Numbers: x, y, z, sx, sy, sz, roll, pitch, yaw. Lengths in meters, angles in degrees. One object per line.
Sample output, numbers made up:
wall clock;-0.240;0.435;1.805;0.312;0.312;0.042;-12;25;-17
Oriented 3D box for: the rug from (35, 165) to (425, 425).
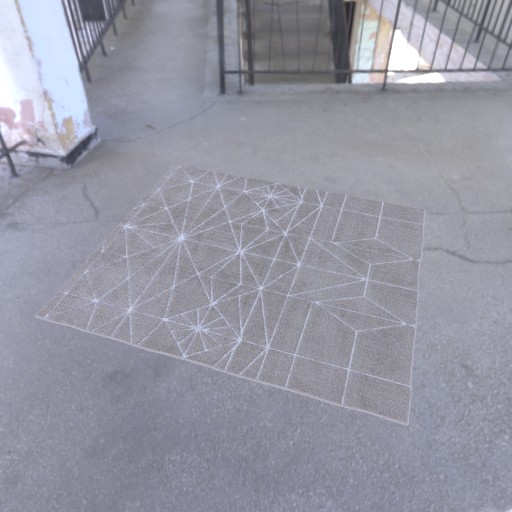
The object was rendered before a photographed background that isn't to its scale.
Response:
rug;0.000;0.000;0.897;0.639;0.006;0.548;12;43;14
